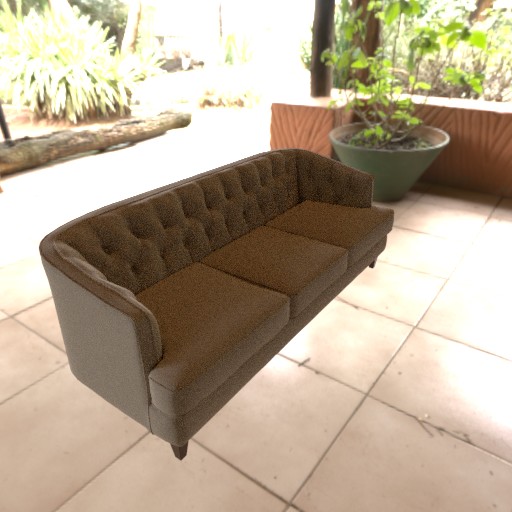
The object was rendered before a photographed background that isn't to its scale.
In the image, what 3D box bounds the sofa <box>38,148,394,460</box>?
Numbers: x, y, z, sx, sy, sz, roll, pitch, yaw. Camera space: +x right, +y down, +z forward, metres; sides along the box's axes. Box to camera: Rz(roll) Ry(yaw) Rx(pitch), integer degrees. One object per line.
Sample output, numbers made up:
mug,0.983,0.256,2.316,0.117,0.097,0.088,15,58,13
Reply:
sofa,0.000,0.000,2.661,0.941,0.855,2.278,18,32,31
